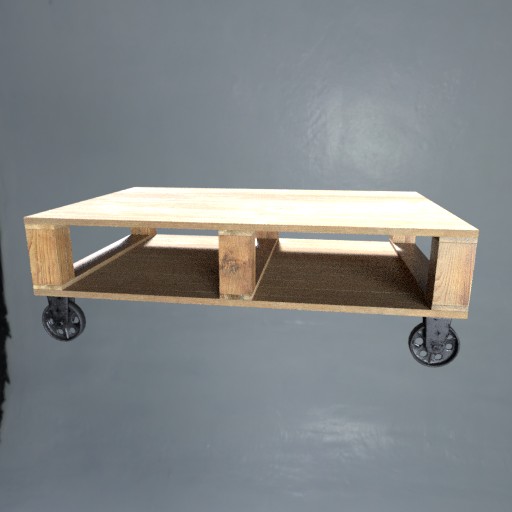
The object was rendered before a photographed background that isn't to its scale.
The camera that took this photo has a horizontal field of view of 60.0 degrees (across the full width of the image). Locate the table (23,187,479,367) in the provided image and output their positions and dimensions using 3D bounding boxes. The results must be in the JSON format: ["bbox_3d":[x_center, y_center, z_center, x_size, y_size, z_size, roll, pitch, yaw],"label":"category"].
[{"bbox_3d":[0.000,0.000,1.697,1.299,0.413,0.827,2,15,8],"label":"table"}]
